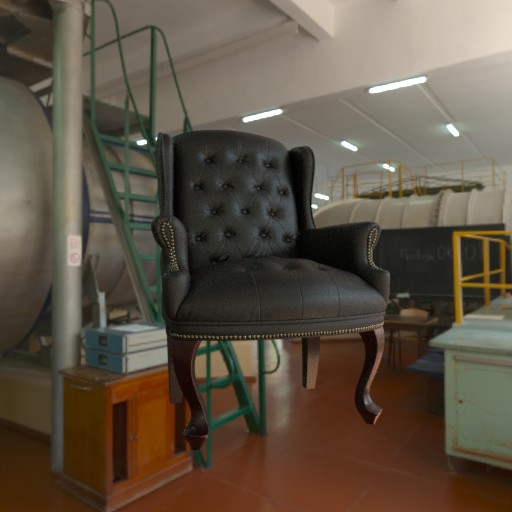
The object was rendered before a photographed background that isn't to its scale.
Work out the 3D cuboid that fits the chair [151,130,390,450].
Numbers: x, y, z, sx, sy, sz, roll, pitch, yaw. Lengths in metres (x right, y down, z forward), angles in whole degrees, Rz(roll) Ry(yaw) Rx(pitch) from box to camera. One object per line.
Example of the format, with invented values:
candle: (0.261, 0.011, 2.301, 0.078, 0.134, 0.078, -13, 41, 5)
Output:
chair: (0.000, 0.000, 1.696, 0.831, 1.133, 0.822, 0, 0, -20)
